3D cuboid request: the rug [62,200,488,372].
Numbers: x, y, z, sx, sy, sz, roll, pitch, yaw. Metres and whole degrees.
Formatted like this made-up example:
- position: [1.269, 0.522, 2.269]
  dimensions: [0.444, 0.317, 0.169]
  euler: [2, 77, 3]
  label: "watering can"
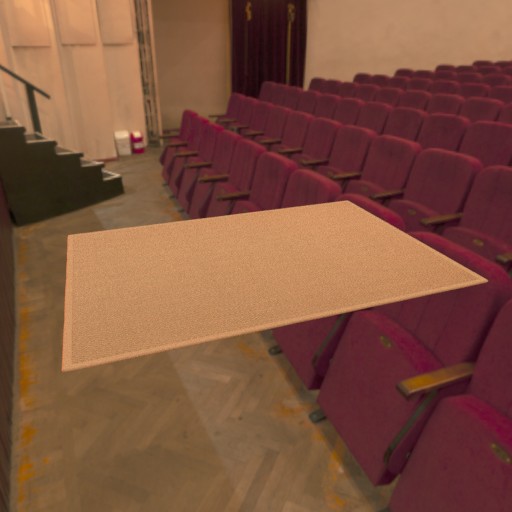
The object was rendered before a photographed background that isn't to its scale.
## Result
- position: [0.000, 0.000, 2.800]
  dimensions: [2.244, 0.017, 1.532]
  euler: [-9, 27, -18]
  label: "rug"
